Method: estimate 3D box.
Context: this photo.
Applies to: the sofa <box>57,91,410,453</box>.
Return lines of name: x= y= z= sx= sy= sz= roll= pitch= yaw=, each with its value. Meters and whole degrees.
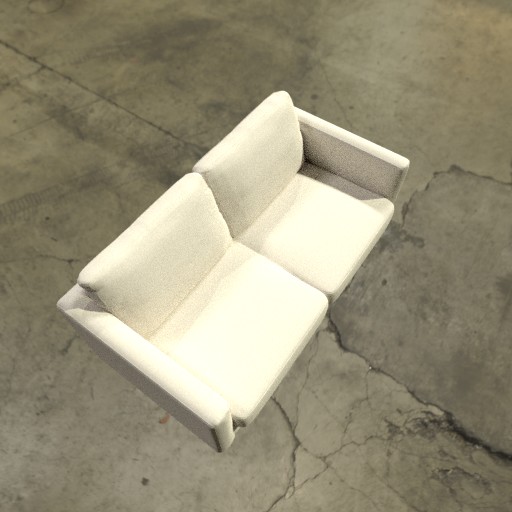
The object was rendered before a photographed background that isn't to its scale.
sofa: x=0.000 y=0.000 z=2.348 sx=0.940 sy=0.893 sz=1.713 roll=31 pitch=63 yaw=18
